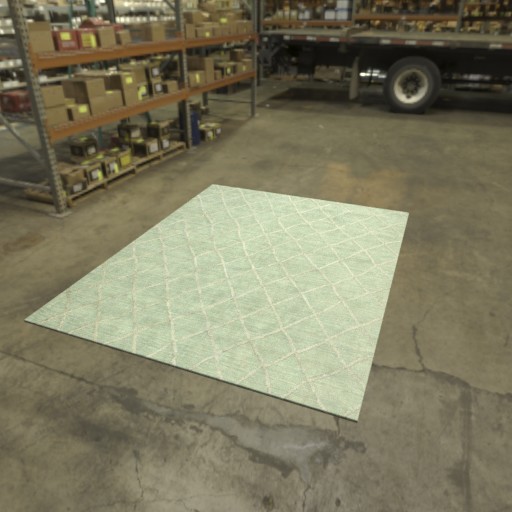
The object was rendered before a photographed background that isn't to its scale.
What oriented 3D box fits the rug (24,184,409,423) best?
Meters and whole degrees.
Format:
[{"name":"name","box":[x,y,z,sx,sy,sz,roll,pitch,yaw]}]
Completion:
[{"name":"rug","box":[0.000,0.000,4.054,2.420,0.019,3.039,11,31,19]}]
